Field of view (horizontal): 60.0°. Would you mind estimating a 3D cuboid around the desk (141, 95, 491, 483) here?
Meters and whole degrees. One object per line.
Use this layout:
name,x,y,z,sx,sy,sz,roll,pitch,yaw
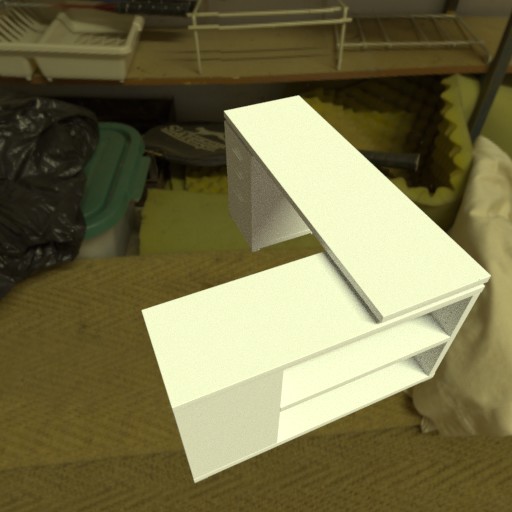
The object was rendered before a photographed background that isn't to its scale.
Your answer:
desk,0.000,0.000,2.197,1.200,0.753,1.524,-17,48,-16
